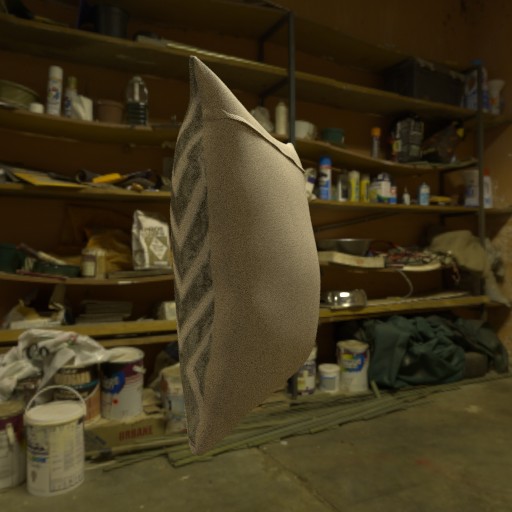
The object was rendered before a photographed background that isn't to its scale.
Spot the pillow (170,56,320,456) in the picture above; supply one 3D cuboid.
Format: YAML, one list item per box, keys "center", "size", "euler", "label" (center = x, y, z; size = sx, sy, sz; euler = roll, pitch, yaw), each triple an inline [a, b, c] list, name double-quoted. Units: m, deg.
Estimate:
- center: [0.000, 0.000, 0.676]
  size: [0.182, 0.441, 0.440]
  euler: [0, 0, 19]
  label: "pillow"
